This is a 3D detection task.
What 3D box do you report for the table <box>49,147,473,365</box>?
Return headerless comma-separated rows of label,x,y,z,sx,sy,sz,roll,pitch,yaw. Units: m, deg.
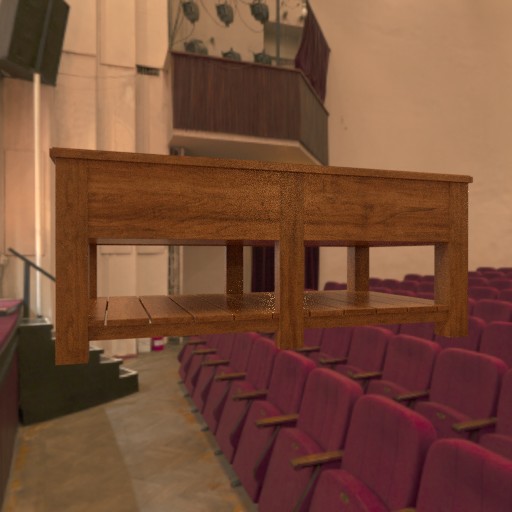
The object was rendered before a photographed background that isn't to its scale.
table,0.000,0.000,1.444,1.150,0.480,0.635,0,0,-18
